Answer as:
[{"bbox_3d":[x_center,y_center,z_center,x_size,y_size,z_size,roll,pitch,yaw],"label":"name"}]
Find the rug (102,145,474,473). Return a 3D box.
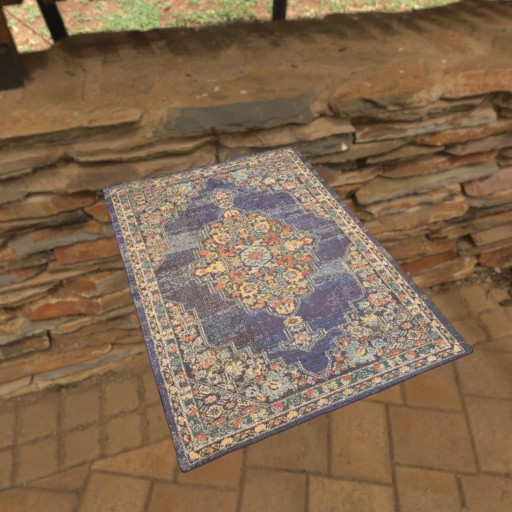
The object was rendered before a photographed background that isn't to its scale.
[{"bbox_3d":[0.000,0.000,2.880,1.630,0.009,2.232,-16,48,-16],"label":"rug"}]
